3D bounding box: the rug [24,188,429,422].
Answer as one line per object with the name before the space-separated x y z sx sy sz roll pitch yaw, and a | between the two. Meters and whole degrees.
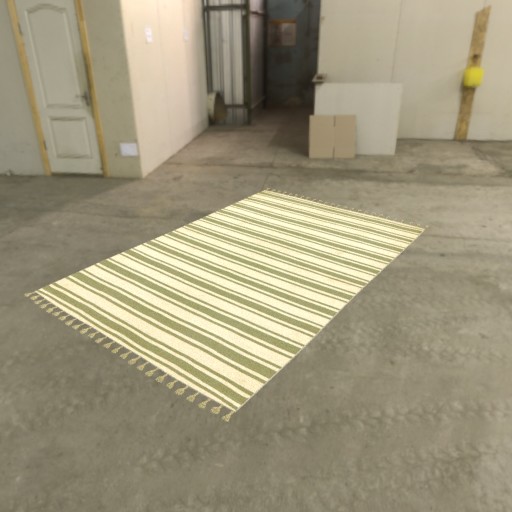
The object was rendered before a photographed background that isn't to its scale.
rug | 0.000 0.000 2.994 1.540 0.018 2.435 19 33 32
